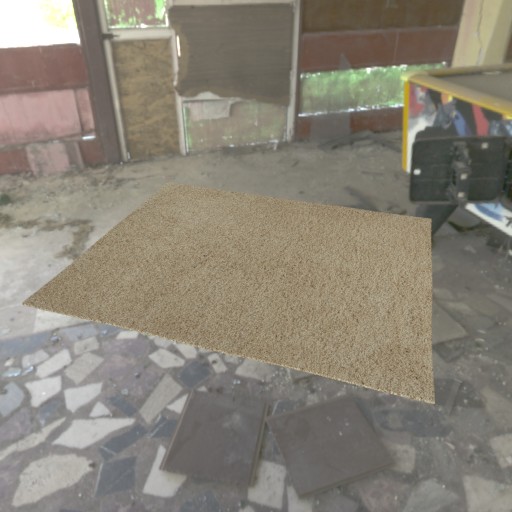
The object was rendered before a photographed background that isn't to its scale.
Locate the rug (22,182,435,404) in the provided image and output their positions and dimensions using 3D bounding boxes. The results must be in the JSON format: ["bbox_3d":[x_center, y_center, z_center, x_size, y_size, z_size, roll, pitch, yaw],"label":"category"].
[{"bbox_3d":[0.000,0.000,3.969,3.000,0.025,2.400,10,34,15],"label":"rug"}]
